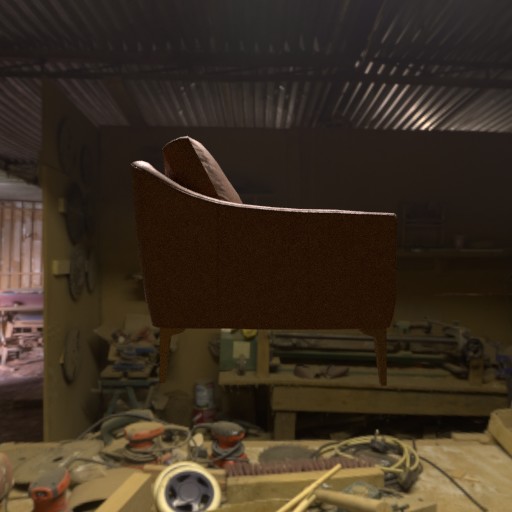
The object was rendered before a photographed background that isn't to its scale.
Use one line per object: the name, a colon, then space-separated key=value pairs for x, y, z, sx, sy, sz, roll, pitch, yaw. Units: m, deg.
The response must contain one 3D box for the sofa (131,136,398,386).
sofa: x=0.000 y=0.000 z=2.564 sx=0.981 sy=0.945 sz=2.036 roll=0 pitch=0 yaw=-1
